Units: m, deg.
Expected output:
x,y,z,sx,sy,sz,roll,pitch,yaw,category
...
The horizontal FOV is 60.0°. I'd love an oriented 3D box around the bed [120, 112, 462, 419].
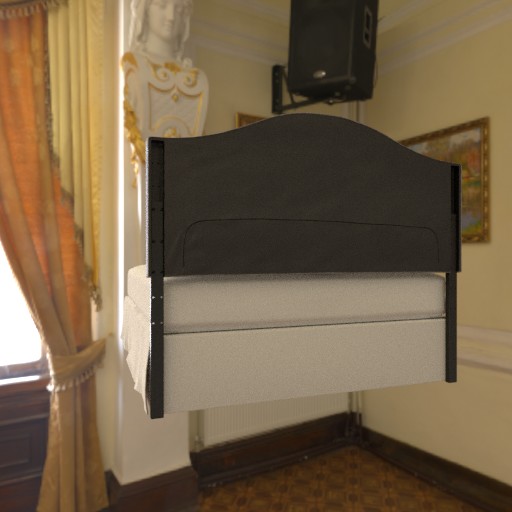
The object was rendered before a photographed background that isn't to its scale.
x,y,z,sx,sy,sz,roll,pitch,yaw,category
0.000,0.000,2.880,1.610,1.295,1.870,0,0,-20,bed
